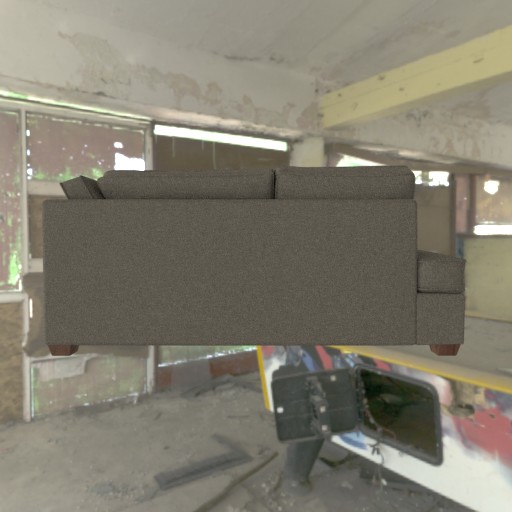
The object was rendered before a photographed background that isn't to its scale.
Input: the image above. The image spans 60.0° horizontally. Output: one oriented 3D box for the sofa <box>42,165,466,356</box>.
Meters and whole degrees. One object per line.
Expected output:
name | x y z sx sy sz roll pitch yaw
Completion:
sofa | 0.000 0.000 2.844 2.237 1.033 1.110 0 2 0
